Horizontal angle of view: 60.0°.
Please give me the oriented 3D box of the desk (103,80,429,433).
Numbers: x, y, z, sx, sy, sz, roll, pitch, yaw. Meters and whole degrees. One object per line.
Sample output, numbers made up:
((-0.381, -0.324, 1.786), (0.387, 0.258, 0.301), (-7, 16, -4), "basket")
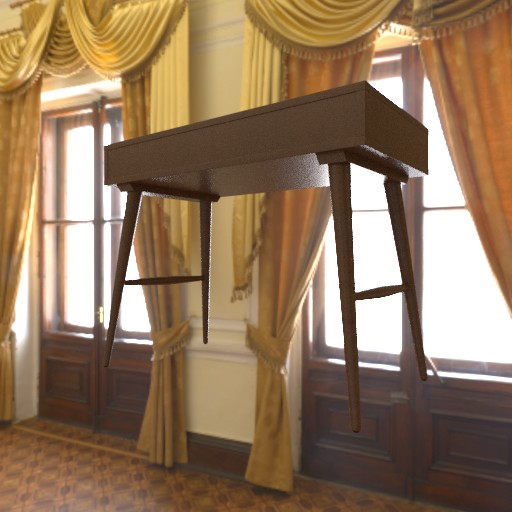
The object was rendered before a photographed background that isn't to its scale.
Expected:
((0.000, 0.000, 1.428), (0.949, 0.758, 0.510), (0, 0, 37), "desk")
